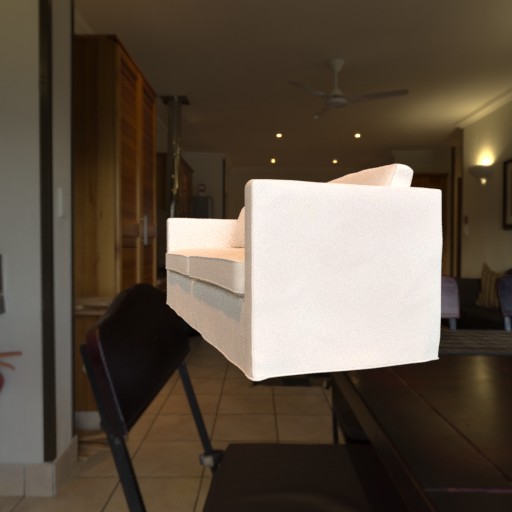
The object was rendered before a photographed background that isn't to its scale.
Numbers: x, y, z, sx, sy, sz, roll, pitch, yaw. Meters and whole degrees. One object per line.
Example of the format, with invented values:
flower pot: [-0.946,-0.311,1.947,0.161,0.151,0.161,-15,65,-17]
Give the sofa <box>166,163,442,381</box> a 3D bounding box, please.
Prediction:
sofa: [0.000,0.000,3.314,1.036,0.999,2.779,0,1,-19]
